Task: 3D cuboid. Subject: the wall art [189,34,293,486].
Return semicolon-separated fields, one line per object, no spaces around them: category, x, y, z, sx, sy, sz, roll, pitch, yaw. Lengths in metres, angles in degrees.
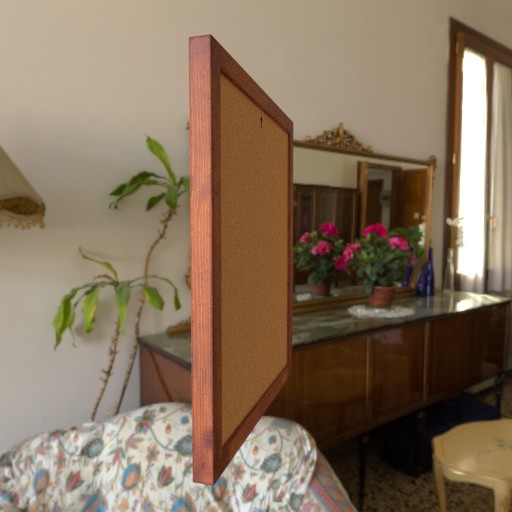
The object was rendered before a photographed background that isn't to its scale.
wall art;0.000;0.000;0.769;0.030;0.558;0.462;1;4;17
